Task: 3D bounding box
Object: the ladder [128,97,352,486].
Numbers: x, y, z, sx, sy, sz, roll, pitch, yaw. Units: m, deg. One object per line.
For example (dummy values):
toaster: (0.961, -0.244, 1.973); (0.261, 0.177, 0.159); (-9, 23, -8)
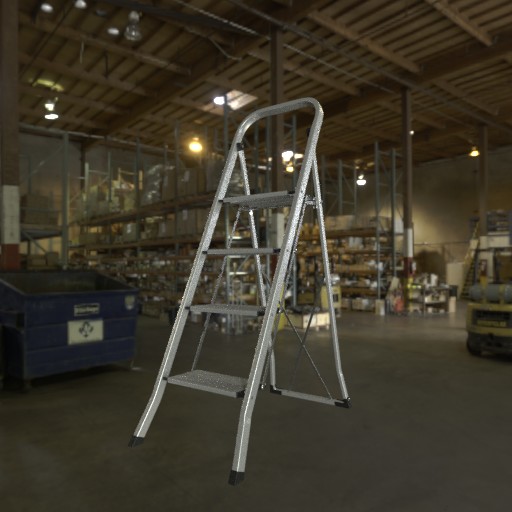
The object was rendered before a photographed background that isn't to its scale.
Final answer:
ladder: (0.000, 0.000, 1.705); (0.465, 1.290, 0.830); (-1, -2, 36)
